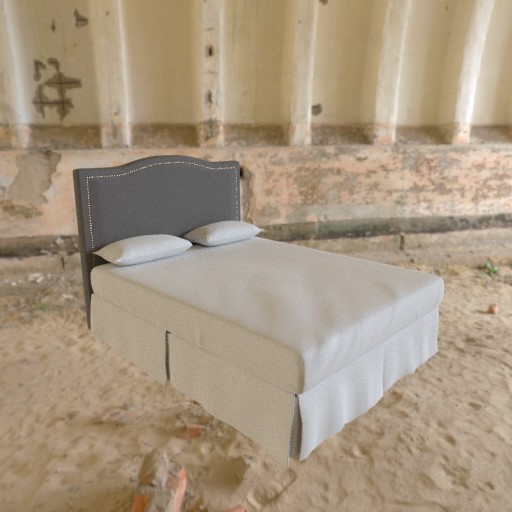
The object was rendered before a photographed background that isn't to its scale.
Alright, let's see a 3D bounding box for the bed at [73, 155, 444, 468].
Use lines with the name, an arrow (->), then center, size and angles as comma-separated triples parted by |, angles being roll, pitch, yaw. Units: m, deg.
bed -> 0.000, 0.000, 3.368 | 2.282, 1.436, 1.821 | 14, 21, 42
